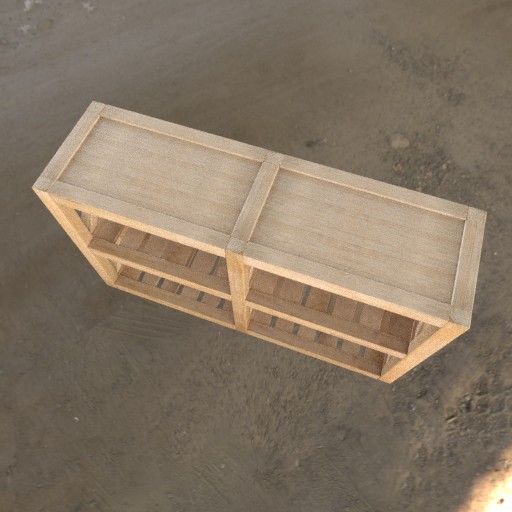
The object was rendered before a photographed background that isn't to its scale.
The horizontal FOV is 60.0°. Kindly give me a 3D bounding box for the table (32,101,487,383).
[{"bbox_3d":[0.000,0.000,1.662,1.320,0.762,0.381,18,65,9],"label":"table"}]
